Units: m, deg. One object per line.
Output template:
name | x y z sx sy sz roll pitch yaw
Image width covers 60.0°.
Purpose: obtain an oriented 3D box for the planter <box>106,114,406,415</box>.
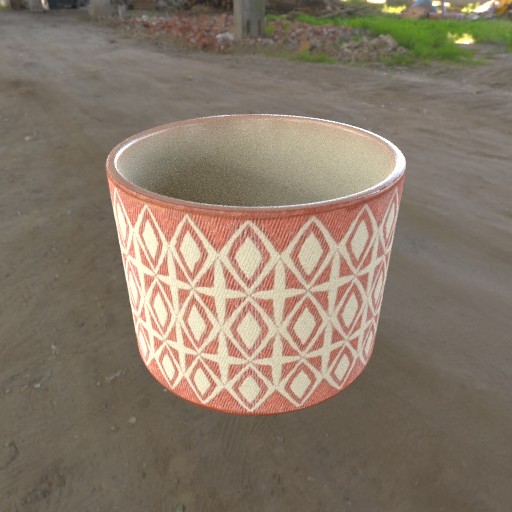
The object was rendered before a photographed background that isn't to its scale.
planter | 0.000 0.000 0.479 0.273 0.237 0.273 0 31 0
